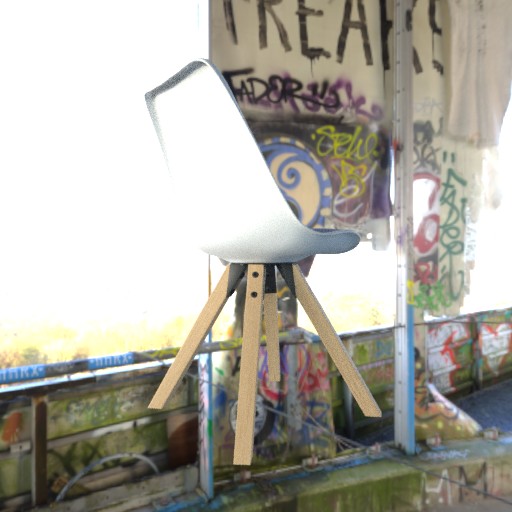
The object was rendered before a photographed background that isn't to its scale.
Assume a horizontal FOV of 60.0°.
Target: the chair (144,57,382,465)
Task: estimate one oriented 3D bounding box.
[{"bbox_3d":[0.000,0.000,1.192,0.550,0.850,0.485,0,0,-38],"label":"chair"}]
